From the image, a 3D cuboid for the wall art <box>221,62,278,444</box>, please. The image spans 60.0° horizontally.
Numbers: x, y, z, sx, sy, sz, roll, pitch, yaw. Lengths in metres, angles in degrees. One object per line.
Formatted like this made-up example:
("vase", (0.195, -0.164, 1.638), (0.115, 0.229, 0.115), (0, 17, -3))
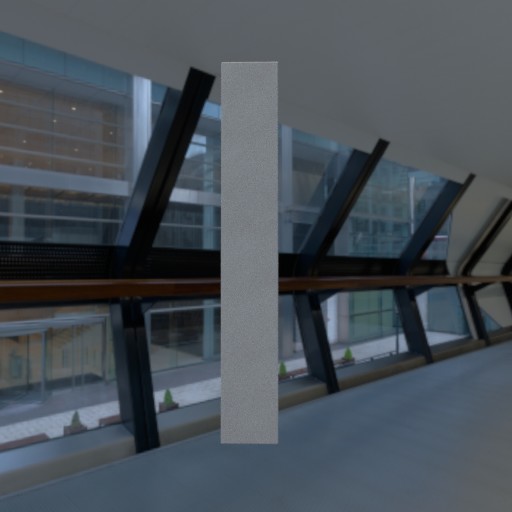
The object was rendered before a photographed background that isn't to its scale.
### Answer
("wall art", (0.000, 0.000, 0.485), (0.038, 0.254, 0.381), (0, -1, 1))
